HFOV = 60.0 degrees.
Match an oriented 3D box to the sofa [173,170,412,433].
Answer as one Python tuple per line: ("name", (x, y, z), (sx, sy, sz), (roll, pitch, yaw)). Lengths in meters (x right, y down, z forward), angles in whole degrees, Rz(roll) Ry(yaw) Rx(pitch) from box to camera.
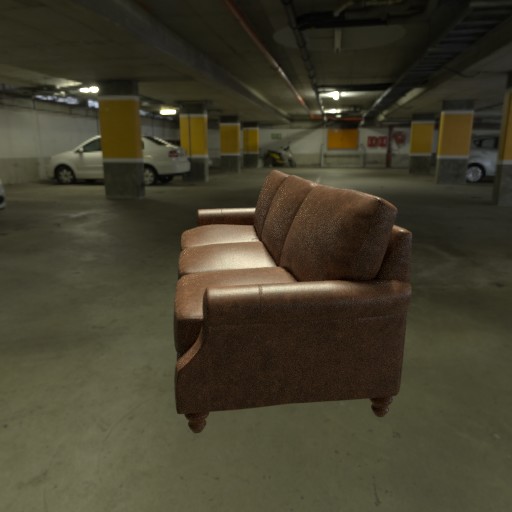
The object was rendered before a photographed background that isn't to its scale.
("sofa", (0.000, 0.000, 2.786), (0.973, 0.977, 2.351), (-2, 14, -8))
